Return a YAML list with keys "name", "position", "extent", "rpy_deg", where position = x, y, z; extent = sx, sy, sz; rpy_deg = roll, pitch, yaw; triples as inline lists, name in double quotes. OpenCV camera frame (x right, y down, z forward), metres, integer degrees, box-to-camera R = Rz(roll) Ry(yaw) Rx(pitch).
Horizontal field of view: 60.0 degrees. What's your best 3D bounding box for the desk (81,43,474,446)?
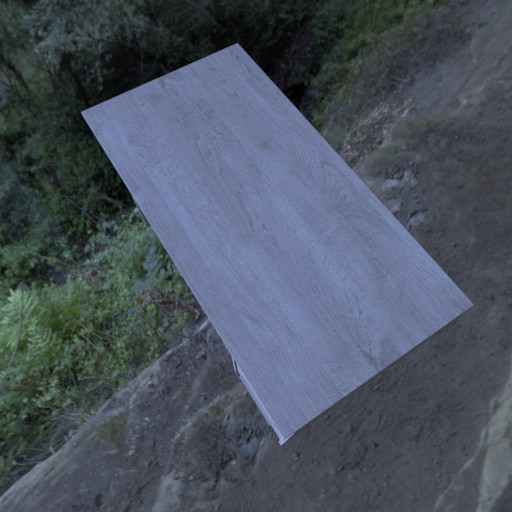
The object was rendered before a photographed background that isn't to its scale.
- name: "desk"
  position: [0.000, 0.000, 1.545]
  extent: [0.560, 0.735, 1.097]
  rpy_deg: [-30, 68, -14]
